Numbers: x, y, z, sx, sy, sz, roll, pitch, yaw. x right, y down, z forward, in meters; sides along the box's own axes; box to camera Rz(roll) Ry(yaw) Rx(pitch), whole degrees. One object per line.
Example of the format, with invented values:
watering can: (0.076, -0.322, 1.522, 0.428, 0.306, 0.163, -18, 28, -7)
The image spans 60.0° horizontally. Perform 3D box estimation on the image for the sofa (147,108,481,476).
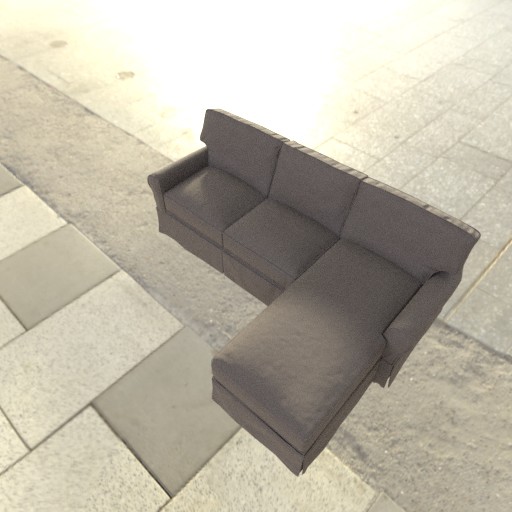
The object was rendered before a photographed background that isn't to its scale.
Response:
sofa: (0.000, 0.000, 3.254, 2.475, 0.978, 1.733, 33, 55, 27)
